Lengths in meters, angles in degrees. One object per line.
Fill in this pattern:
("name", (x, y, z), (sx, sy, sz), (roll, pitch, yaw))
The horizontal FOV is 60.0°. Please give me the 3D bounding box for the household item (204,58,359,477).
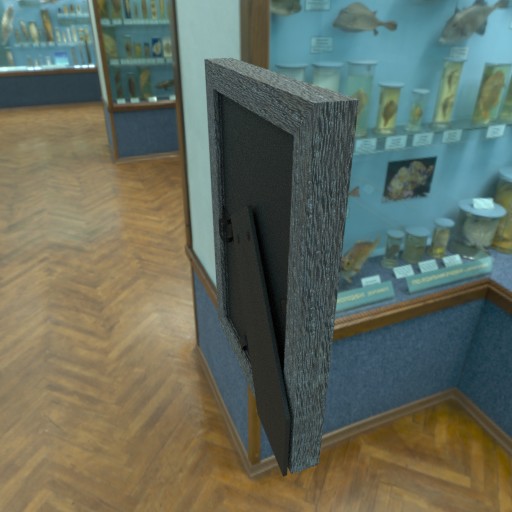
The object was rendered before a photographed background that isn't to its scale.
("household item", (0.000, 0.000, 0.235), (0.020, 0.180, 0.133), (-10, 31, -18))
